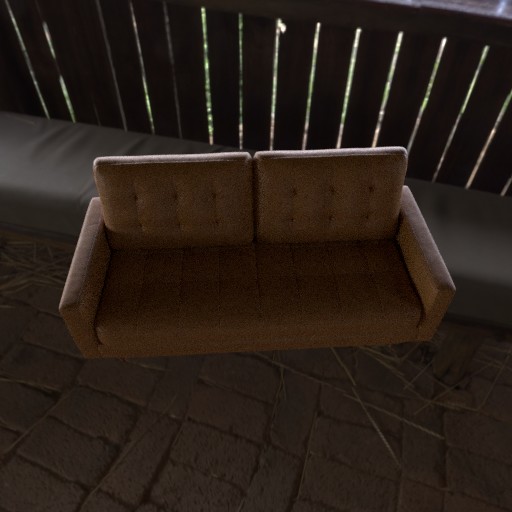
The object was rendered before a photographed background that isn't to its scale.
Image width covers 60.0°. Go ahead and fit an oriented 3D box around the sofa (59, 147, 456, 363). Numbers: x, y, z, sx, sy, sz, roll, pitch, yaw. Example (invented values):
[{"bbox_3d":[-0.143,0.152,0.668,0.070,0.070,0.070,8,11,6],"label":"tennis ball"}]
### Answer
[{"bbox_3d":[0.000,0.000,2.334,1.821,0.898,0.850,-3,47,-2],"label":"sofa"}]
